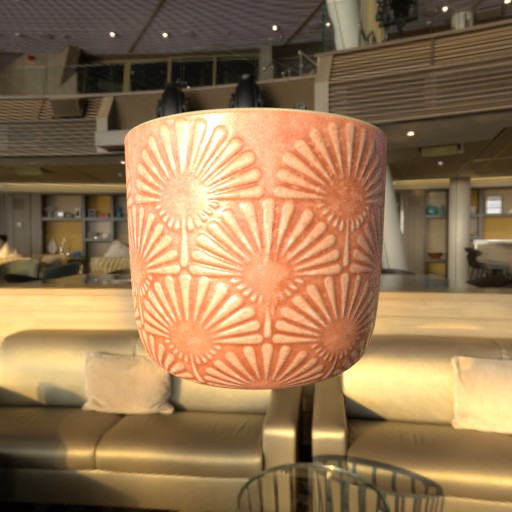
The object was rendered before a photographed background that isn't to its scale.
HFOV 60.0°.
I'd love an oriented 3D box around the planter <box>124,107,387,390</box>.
[{"bbox_3d":[0.000,0.000,0.219,0.124,0.109,0.124,0,2,0],"label":"planter"}]
